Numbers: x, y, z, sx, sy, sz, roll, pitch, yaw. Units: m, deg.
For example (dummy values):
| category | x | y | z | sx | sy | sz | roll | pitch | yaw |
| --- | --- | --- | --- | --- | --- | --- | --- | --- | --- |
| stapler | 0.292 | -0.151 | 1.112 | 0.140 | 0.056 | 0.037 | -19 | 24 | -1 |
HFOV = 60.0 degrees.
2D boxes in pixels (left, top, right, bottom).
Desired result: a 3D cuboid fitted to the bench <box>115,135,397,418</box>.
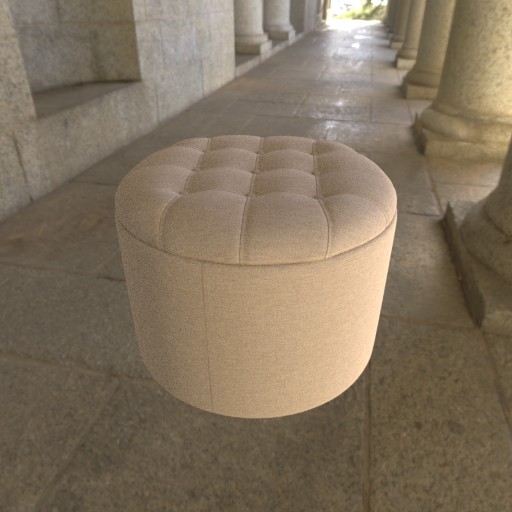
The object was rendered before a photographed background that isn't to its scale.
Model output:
| category | x | y | z | sx | sy | sz | roll | pitch | yaw |
| --- | --- | --- | --- | --- | --- | --- | --- | --- | --- |
| bench | 0.000 | 0.000 | 1.049 | 0.600 | 0.454 | 0.600 | 0 | 31 | 0 |
